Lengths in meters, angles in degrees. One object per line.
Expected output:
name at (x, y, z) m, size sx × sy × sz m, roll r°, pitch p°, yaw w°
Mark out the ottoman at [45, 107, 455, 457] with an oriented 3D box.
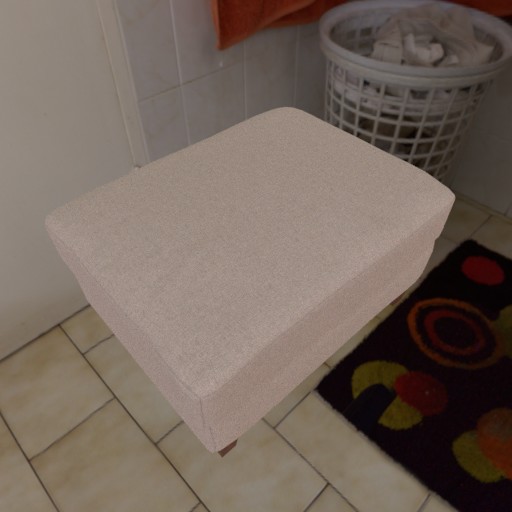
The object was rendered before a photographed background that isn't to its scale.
ottoman at (0.000, 0.000, 1.304) m, size 0.902 × 0.511 × 0.692 m, roll -33°, pitch 54°, yaw -28°
